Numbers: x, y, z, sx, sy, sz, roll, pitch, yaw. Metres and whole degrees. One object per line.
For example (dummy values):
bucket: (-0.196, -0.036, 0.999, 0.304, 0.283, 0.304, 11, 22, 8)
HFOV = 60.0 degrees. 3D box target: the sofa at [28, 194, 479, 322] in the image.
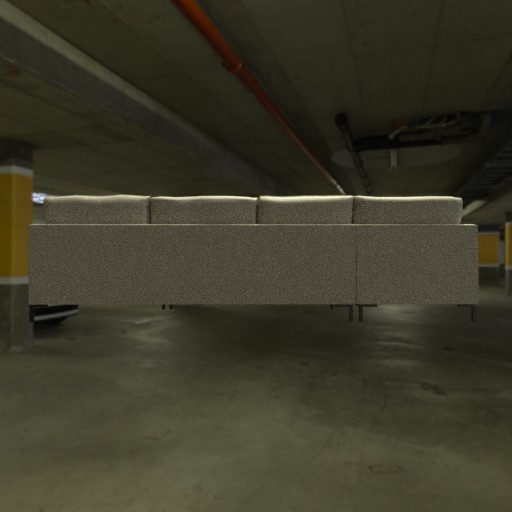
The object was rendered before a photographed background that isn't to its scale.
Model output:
sofa: (0.000, 0.000, 4.314, 3.384, 0.996, 2.048, 0, 0, 0)
